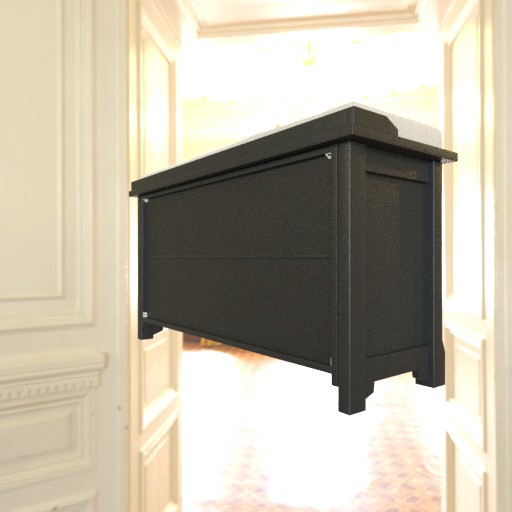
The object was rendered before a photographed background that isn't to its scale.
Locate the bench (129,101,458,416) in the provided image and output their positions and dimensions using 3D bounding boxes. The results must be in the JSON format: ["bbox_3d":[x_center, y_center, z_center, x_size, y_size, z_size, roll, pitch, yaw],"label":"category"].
[{"bbox_3d":[0.000,0.000,1.230,0.345,0.561,0.973,0,0,-38],"label":"bench"}]
